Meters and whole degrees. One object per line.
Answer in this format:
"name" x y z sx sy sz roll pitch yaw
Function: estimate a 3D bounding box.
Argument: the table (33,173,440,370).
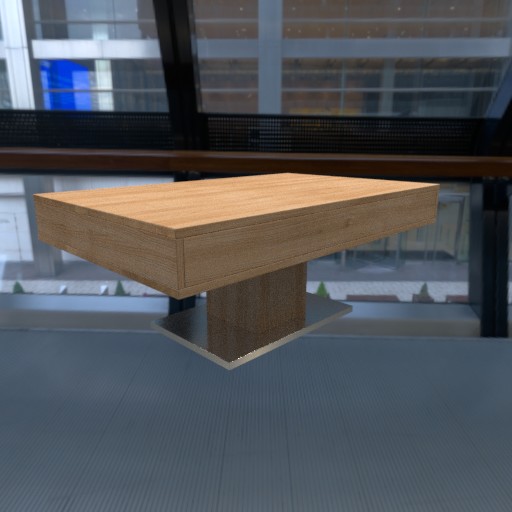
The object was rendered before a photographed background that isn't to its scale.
"table" 0.000 0.000 1.456 1.100 0.440 0.700 -14 21 -43
